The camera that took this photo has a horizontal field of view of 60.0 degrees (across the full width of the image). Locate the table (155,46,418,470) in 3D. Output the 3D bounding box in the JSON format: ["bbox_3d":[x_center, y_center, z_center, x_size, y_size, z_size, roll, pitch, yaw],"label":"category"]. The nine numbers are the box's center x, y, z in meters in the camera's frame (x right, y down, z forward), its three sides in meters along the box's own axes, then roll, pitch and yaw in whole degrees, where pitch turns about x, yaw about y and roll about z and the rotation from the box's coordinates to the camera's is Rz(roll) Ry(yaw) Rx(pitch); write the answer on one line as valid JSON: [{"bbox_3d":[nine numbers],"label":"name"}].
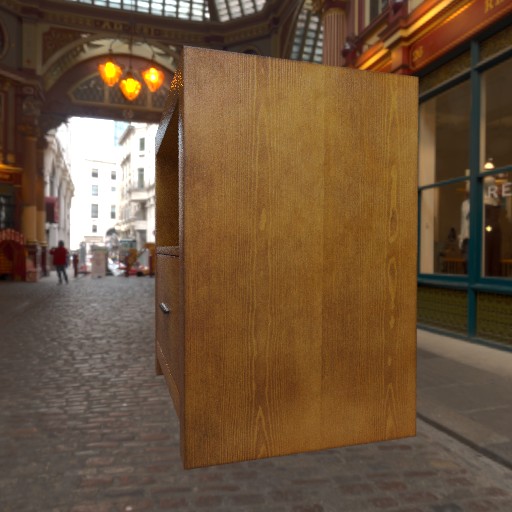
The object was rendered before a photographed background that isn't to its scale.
[{"bbox_3d":[0.000,0.000,0.950,0.400,0.605,0.550,0,1,-17],"label":"table"}]
